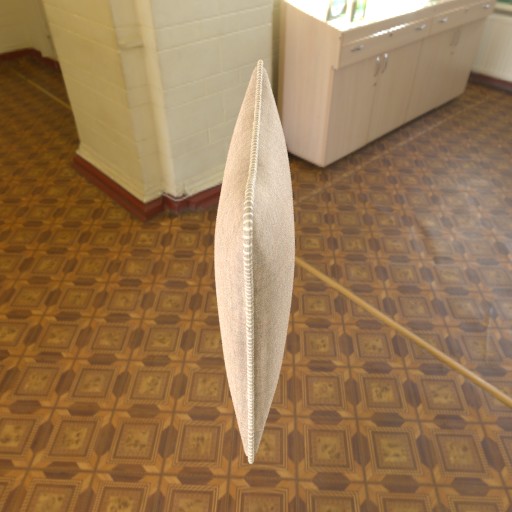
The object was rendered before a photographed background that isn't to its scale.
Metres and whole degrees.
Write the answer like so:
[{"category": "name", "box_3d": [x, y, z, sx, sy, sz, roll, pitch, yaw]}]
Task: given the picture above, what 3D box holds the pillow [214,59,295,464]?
[{"category": "pillow", "box_3d": [0.000, 0.000, 0.738, 0.124, 0.494, 0.485, 1, 41, 1]}]
